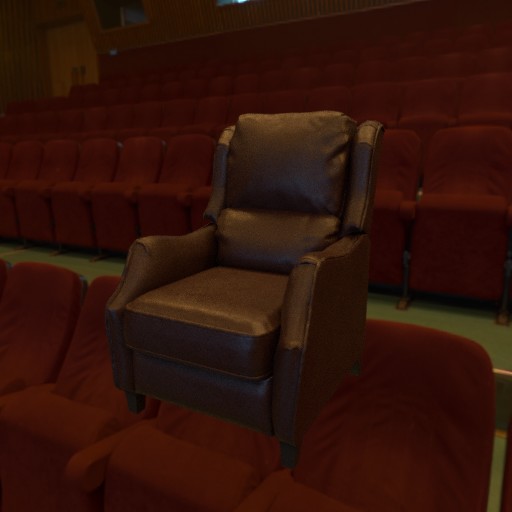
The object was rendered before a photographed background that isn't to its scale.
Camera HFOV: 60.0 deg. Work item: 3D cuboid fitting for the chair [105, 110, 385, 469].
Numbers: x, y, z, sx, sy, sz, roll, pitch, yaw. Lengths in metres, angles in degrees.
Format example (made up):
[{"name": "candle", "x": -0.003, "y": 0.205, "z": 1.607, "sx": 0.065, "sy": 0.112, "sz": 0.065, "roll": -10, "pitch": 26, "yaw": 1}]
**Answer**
[{"name": "chair", "x": 0.000, "y": 0.000, "z": 1.736, "sx": 0.770, "sy": 1.132, "sz": 0.982, "roll": 7, "pitch": 14, "yaw": 27}]
